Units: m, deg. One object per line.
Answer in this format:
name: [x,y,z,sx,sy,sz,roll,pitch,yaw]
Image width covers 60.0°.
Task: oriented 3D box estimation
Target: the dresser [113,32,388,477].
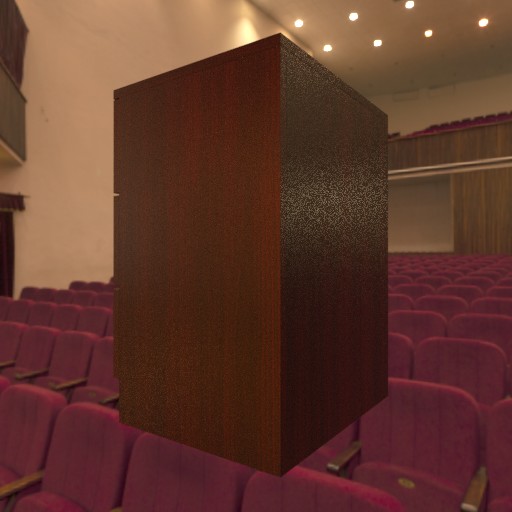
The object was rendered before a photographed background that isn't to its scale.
dresser: [0.000,0.000,0.822,0.360,0.560,0.400,0,0,35]
